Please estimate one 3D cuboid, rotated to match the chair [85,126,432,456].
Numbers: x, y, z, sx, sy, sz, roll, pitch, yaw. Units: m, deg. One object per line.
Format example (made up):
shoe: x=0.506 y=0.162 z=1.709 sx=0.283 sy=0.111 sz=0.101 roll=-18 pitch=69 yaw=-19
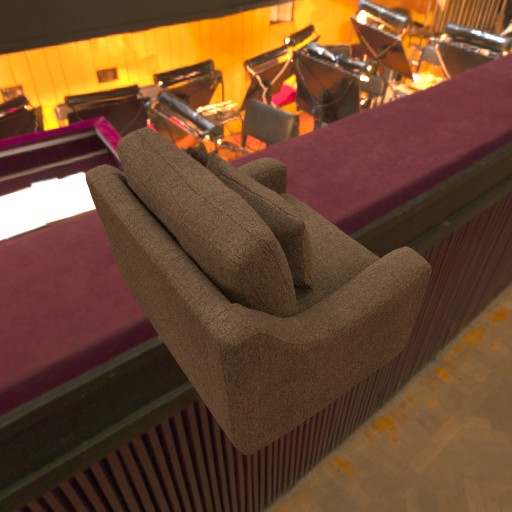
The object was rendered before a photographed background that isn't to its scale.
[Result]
chair: x=0.000 y=0.000 z=1.957 sx=1.009 sy=1.037 sz=1.138 roll=-25 pitch=47 yaw=-26
